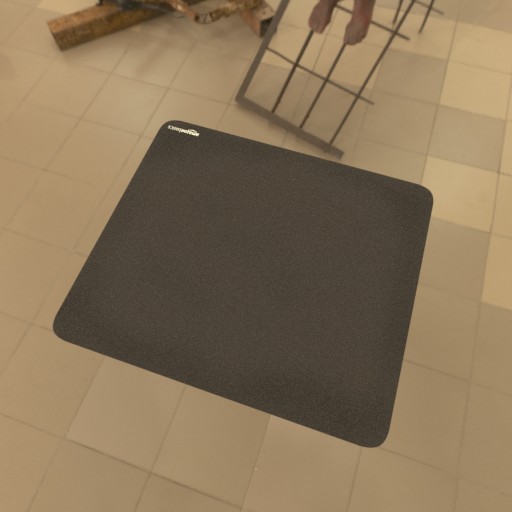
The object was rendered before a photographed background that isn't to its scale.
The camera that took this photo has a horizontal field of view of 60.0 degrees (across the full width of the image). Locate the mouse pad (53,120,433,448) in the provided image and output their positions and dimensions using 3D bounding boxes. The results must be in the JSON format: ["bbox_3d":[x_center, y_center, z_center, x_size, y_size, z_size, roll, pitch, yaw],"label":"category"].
[{"bbox_3d":[0.000,0.000,0.631,0.451,0.002,0.393,17,66,8],"label":"mouse pad"}]
